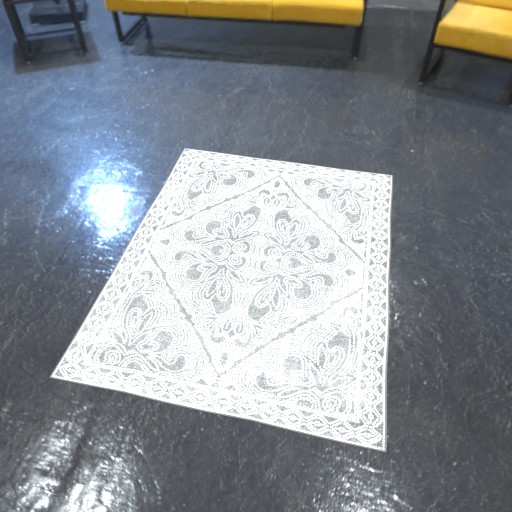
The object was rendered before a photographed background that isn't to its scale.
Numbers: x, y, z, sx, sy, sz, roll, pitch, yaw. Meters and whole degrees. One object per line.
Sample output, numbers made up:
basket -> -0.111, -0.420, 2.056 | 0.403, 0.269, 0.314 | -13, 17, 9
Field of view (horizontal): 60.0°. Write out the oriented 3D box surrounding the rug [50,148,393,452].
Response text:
rug -> 0.000, 0.000, 4.060 | 2.438, 0.012, 3.048 | 10, 48, 9
